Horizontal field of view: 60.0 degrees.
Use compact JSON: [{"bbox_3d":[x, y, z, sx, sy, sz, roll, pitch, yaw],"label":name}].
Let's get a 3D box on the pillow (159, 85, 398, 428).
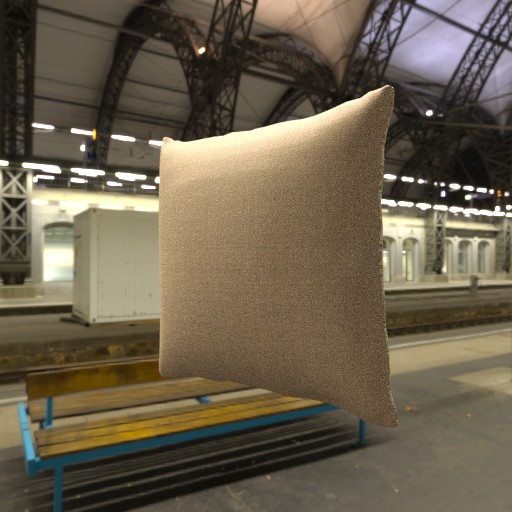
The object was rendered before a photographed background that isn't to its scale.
[{"bbox_3d":[0.000,0.000,0.813,0.521,0.519,0.215,-1,-1,37],"label":"pillow"}]
